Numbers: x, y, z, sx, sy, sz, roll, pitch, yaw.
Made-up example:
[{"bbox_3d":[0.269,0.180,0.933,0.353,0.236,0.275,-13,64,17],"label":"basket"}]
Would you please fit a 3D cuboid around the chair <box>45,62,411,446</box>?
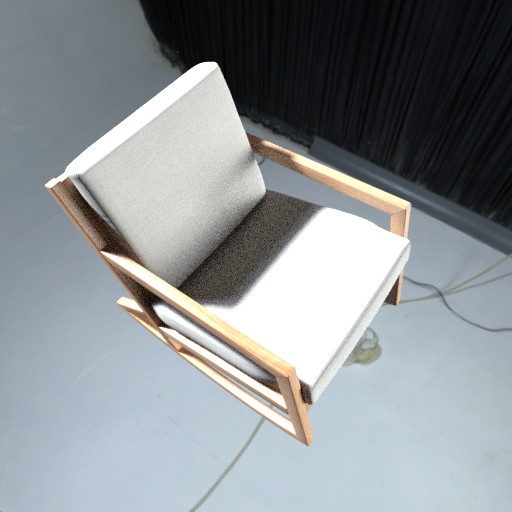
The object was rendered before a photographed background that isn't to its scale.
[{"bbox_3d":[0.000,0.000,1.380,0.857,0.790,0.622,32,63,19],"label":"chair"}]
